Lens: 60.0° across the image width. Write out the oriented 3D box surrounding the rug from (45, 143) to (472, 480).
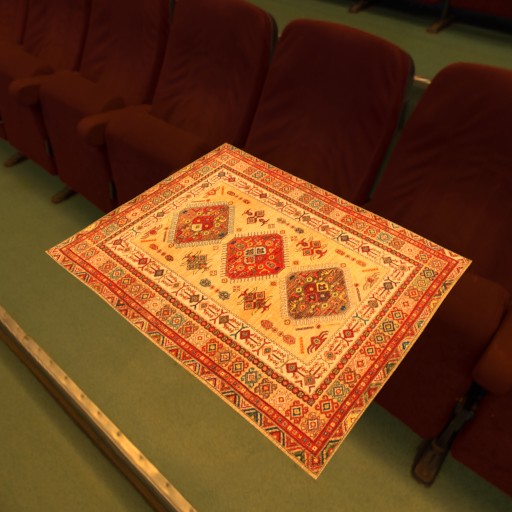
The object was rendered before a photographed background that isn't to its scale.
[{"bbox_3d":[0.000,0.000,4.066,3.067,0.005,2.460,31,53,27],"label":"rug"}]
